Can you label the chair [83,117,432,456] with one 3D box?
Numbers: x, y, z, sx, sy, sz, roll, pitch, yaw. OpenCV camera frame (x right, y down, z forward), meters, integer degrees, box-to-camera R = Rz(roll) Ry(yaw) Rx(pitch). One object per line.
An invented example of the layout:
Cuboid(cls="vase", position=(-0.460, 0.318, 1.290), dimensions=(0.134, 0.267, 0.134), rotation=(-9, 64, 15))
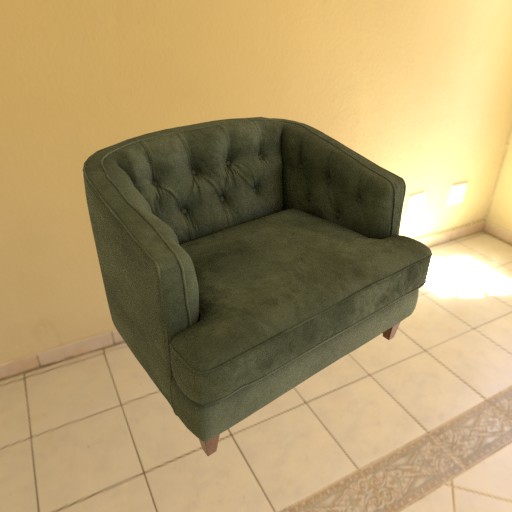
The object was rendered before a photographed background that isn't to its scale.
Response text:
Cuboid(cls="chair", position=(0.000, 0.000, 1.760), dimensions=(1.104, 0.852, 0.941), rotation=(-21, 37, -32))
